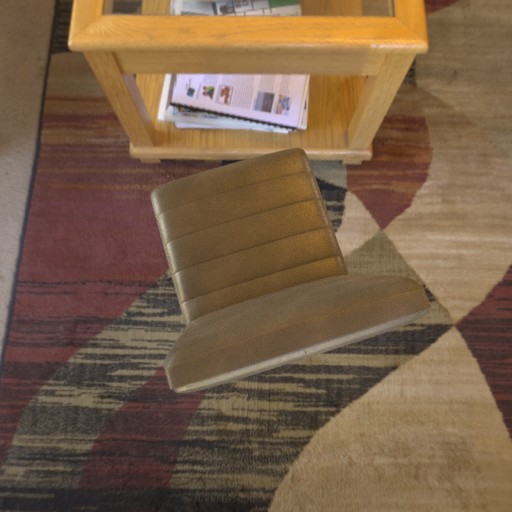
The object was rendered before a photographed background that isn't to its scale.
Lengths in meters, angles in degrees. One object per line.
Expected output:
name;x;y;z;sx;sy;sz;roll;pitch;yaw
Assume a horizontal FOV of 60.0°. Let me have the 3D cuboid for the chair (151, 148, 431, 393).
chair;0.000;0.000;1.309;0.520;0.930;0.634;-17;76;-4
